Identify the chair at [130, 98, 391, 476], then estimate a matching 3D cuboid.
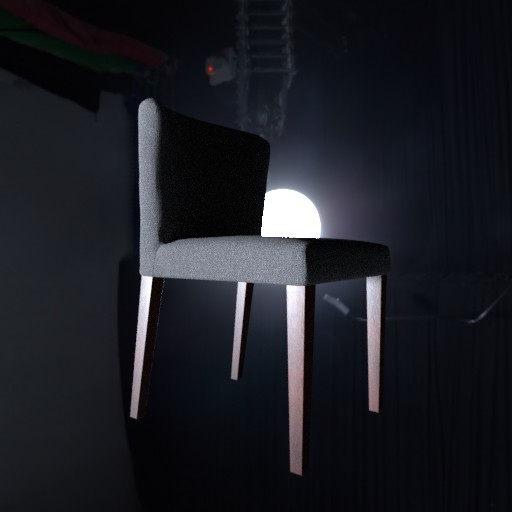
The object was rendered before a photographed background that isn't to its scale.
[{"bbox_3d":[0.000,0.000,1.181,0.589,0.839,0.491,1,1,36],"label":"chair"}]
